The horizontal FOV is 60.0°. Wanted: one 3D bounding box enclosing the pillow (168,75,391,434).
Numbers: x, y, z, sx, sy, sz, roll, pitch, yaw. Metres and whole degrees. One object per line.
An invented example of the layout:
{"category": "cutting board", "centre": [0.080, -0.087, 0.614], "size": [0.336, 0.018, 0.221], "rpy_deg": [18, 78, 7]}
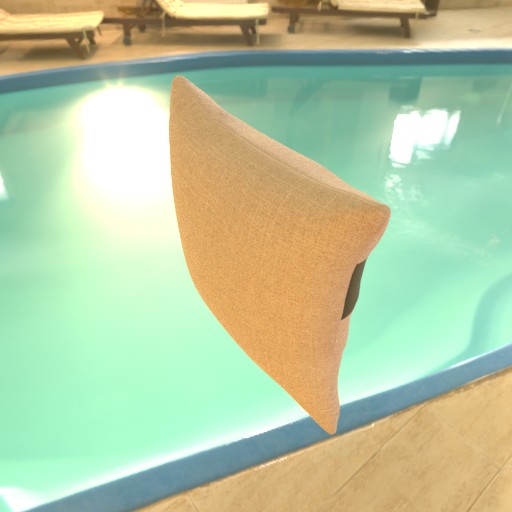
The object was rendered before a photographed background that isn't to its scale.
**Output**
{"category": "pillow", "centre": [0.000, 0.000, 0.641], "size": [0.173, 0.399, 0.414], "rpy_deg": [-23, 46, -25]}
